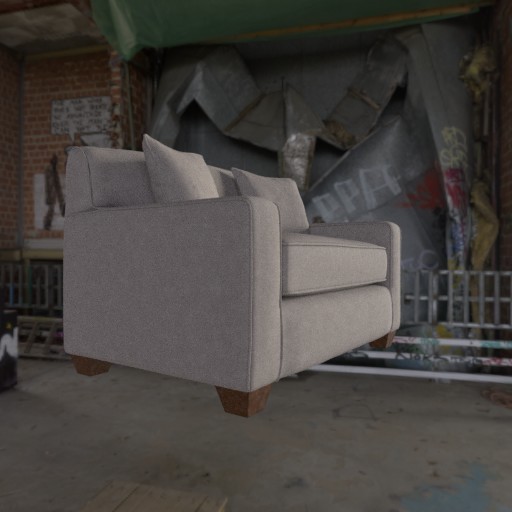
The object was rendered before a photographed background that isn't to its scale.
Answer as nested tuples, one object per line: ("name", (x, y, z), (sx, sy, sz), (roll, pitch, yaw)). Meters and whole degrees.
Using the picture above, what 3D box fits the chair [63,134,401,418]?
("chair", (0.000, 0.000, 2.077), (0.992, 0.953, 1.395), (0, 0, 35))
